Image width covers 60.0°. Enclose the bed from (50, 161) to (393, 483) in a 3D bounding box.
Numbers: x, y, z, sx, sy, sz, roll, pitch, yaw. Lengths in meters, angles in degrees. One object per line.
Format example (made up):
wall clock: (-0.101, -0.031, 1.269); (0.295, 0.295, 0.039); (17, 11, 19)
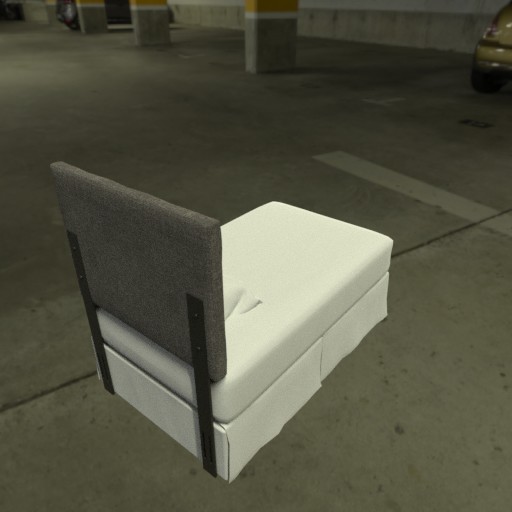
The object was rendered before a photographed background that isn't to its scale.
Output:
bed: (0.000, 0.000, 2.996); (1.261, 1.571, 1.997); (22, 37, 33)
